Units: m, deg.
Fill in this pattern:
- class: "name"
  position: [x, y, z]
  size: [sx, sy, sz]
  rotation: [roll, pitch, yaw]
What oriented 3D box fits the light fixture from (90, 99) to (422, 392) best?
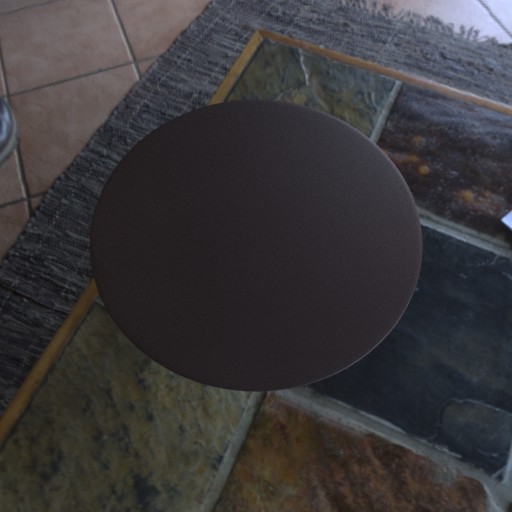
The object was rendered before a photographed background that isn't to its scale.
- class: "light fixture"
  position: [0.000, 0.000, 0.437]
  size: [0.280, 0.135, 0.280]
  rotation: [0, 64, 0]
